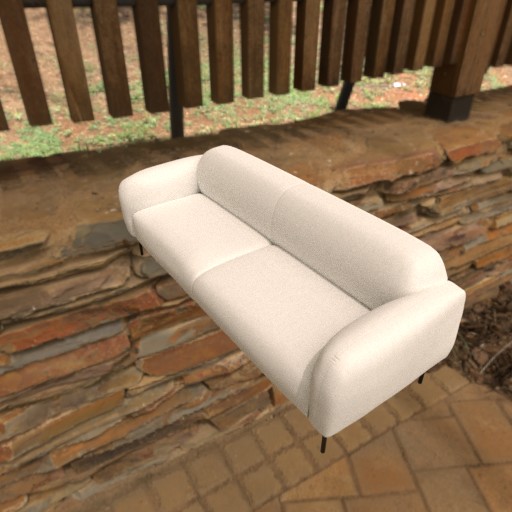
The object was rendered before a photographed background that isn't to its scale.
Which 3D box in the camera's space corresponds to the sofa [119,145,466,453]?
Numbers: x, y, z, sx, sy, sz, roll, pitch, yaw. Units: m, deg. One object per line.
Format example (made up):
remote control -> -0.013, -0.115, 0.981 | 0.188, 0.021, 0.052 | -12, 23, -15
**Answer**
sofa -> 0.000, 0.000, 2.643 | 0.880, 0.780, 2.257 | -21, 38, -29
